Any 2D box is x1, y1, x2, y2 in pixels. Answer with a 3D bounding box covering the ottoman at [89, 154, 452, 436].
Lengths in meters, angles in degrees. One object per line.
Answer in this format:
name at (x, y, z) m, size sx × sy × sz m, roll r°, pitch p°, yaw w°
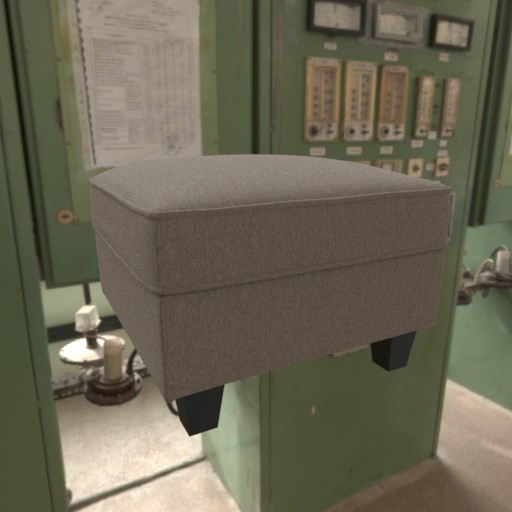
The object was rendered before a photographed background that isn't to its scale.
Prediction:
ottoman at (0.000, 0.000, 1.381) m, size 0.871 × 0.612 × 0.808 m, roll -8°, pitch 17°, yaw -27°
